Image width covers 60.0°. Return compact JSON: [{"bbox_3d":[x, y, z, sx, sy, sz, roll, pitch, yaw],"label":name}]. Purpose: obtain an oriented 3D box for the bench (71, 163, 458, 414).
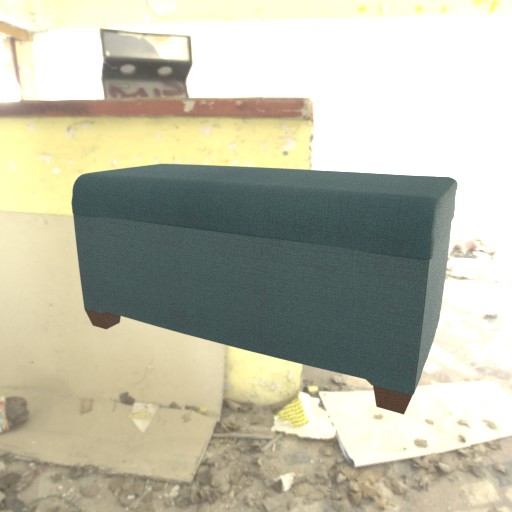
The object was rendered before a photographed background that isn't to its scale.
[{"bbox_3d":[0.000,0.000,1.264,0.995,0.474,0.476,9,18,27],"label":"bench"}]
